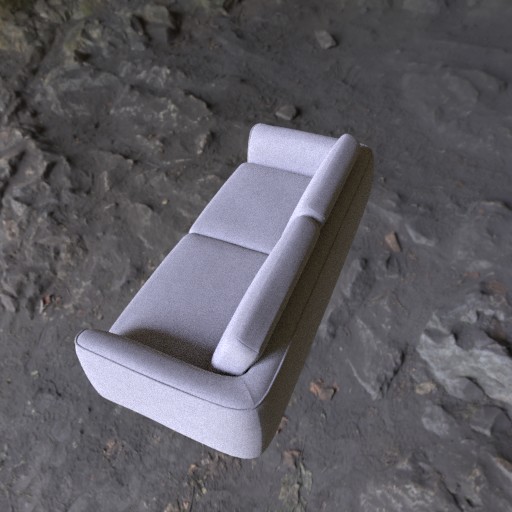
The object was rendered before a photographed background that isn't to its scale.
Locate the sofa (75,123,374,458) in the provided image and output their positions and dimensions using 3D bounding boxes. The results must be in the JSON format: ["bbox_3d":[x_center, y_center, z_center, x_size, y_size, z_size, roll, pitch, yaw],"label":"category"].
[{"bbox_3d":[0.000,0.000,2.483,0.920,0.850,2.000,17,48,16],"label":"sofa"}]
